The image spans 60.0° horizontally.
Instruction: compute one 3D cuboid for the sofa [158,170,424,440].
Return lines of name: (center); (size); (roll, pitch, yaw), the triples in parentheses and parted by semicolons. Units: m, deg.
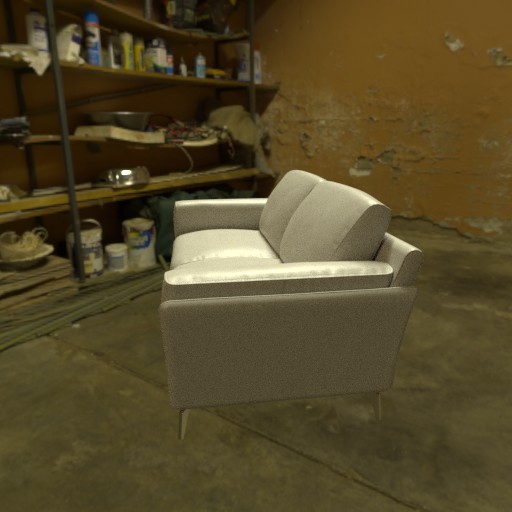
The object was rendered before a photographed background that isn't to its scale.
sofa: (0.000, 0.000, 2.690); (1.049, 0.930, 2.101); (-2, 16, -8)
